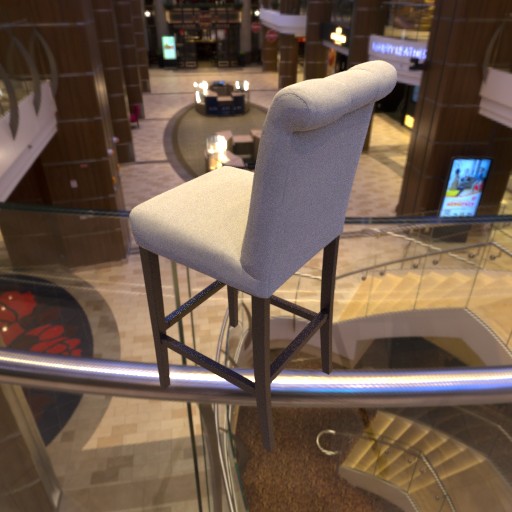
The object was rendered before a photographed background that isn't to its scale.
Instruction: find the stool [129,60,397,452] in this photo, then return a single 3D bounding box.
[{"bbox_3d":[0.000,0.000,1.407,0.601,1.140,0.493,20,37,29],"label":"stool"}]
